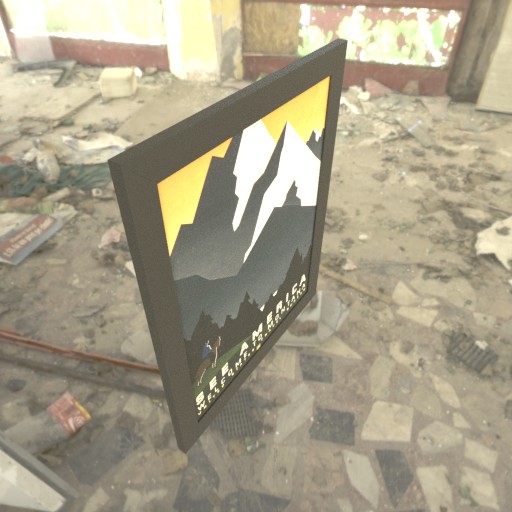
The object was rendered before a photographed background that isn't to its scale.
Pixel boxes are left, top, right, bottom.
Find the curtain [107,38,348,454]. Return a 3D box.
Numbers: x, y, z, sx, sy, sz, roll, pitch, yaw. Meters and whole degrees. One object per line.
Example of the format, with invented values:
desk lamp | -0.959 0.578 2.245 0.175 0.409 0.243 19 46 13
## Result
curtain | 0.000 0.000 0.760 0.027 0.585 0.483 24 47 25
